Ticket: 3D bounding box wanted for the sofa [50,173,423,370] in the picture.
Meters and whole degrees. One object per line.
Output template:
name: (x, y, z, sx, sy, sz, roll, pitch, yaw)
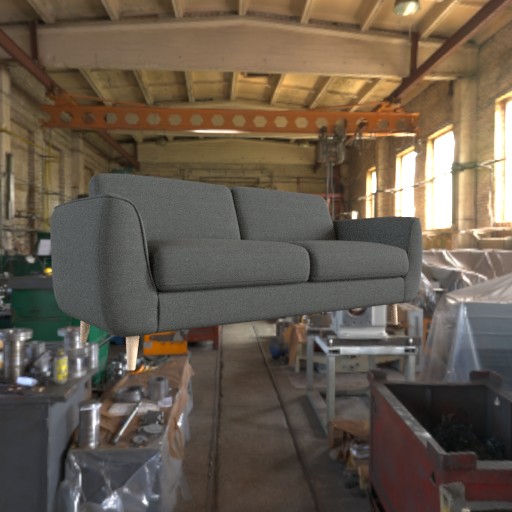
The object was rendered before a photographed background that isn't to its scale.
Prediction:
sofa: (0.000, 0.000, 2.463, 2.000, 0.850, 0.920, -1, 1, -37)
